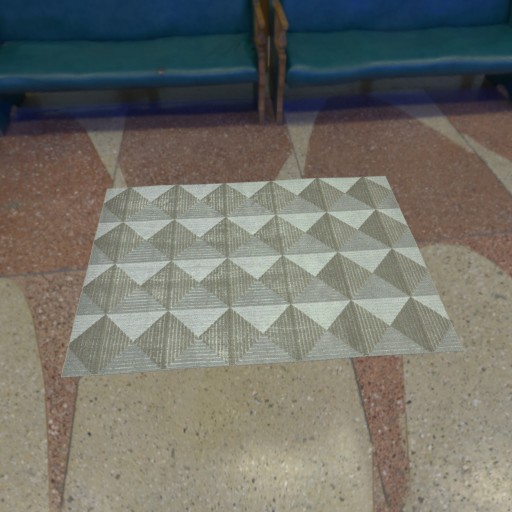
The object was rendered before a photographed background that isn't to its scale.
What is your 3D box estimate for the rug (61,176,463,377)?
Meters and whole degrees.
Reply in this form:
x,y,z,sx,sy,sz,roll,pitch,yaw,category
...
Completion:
x,y,z,sx,sy,sz,roll,pitch,yaw,category
0.000,0.000,4.475,3.333,0.027,2.428,-3,47,-3,rug
